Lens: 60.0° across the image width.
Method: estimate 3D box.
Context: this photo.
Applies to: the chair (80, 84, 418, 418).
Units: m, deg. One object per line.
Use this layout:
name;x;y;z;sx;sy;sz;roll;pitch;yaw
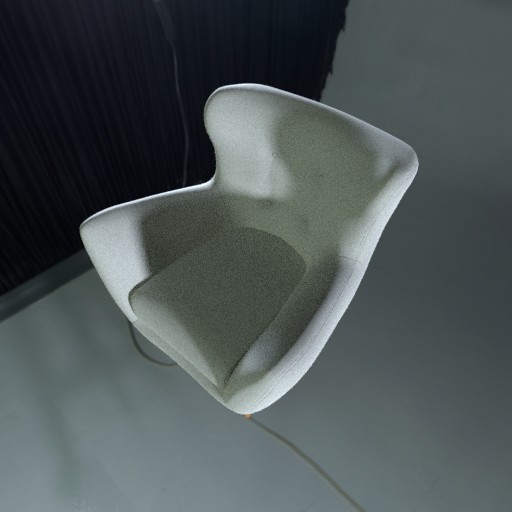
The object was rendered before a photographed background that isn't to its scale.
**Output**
chair;0.000;0.000;1.640;0.890;0.889;0.889;33;55;27
